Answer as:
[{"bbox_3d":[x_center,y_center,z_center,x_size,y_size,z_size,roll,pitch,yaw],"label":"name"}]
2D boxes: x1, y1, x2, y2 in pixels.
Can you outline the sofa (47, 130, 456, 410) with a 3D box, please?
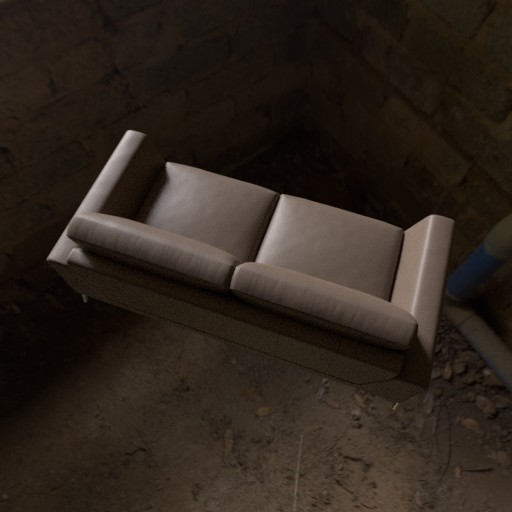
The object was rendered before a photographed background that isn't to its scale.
[{"bbox_3d":[0.000,0.000,2.509,2.017,0.875,0.953,17,64,9],"label":"sofa"}]
